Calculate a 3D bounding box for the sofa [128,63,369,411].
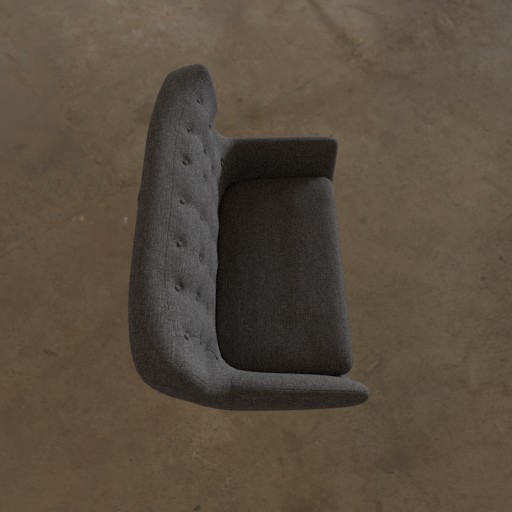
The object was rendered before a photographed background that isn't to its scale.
[{"bbox_3d":[0.000,0.000,2.030,0.874,1.028,1.358,-1,63,0],"label":"sofa"}]
